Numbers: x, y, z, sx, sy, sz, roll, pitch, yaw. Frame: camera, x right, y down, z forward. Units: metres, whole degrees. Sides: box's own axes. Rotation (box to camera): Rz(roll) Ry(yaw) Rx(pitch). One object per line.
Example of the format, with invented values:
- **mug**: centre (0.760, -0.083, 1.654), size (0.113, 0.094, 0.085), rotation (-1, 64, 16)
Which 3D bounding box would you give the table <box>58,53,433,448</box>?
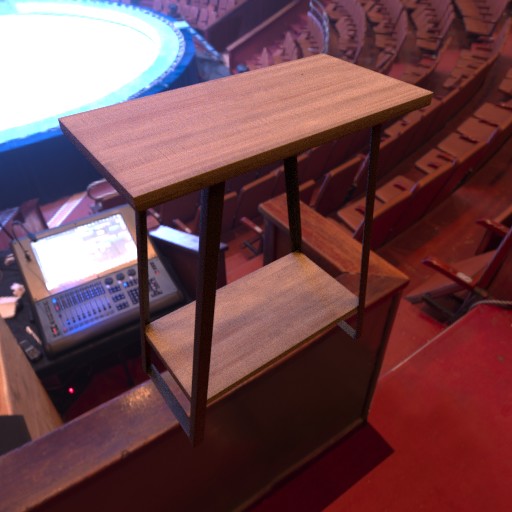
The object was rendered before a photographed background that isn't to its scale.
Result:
- **table**: centre (0.000, 0.000, 1.006), size (0.599, 0.701, 0.300), rotation (-26, 47, -27)
